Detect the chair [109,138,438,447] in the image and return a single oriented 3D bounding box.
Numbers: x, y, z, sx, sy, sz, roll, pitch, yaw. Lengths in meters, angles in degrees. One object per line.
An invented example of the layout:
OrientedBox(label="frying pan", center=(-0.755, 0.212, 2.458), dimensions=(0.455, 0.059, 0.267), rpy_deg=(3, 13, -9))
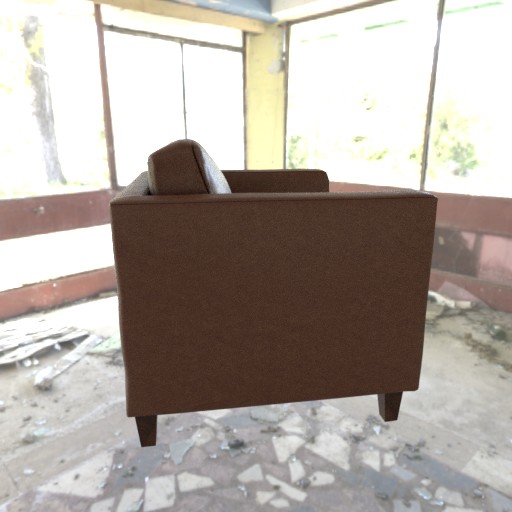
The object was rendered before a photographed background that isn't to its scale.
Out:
OrientedBox(label="chair", center=(0.000, 0.000, 1.780), dimensions=(0.959, 0.917, 1.107), rpy_deg=(-2, 16, -9))
